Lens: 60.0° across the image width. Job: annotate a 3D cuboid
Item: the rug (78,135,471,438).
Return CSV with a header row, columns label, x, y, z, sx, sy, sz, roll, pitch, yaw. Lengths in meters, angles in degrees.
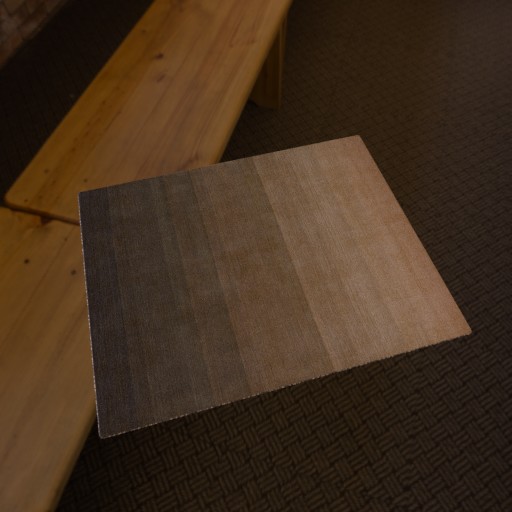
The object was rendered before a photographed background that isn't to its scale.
label,x,y,z,sx,sy,sz,roll,pitch,yaw
rug,0.000,0.000,3.866,2.902,0.017,2.305,-13,59,-8
